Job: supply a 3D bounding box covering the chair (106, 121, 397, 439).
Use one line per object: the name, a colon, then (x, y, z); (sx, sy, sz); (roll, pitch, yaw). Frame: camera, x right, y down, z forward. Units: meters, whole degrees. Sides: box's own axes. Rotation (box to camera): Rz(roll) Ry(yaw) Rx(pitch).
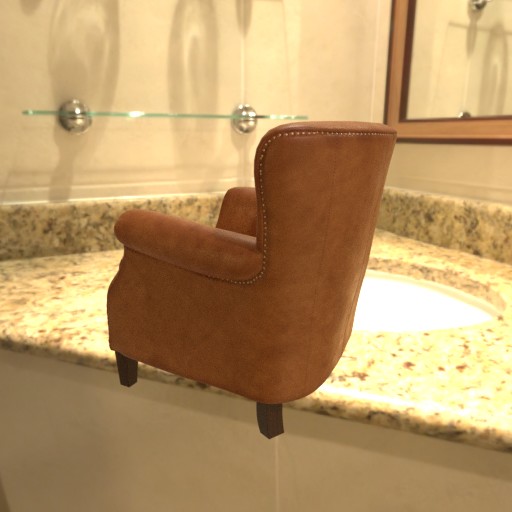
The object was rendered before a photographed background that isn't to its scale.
chair: (0.000, 0.000, 1.632); (0.921, 0.936, 0.861); (8, 17, 26)
